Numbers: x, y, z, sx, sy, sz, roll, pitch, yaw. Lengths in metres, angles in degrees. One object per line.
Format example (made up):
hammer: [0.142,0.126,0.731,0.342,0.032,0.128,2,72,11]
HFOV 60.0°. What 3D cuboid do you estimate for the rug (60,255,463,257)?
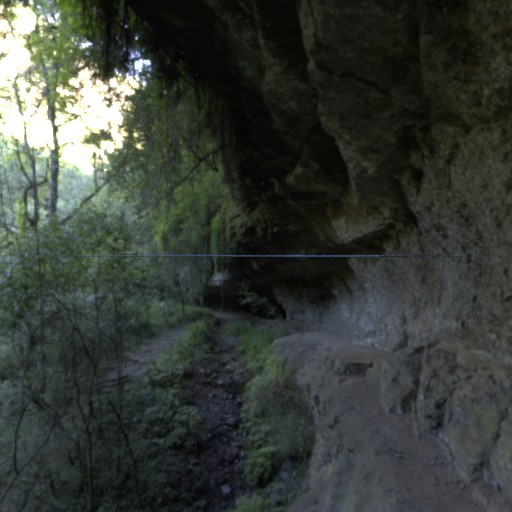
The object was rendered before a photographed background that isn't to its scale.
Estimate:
rug: [0.000,0.000,2.257,1.740,0.010,1.135,0,0,37]
